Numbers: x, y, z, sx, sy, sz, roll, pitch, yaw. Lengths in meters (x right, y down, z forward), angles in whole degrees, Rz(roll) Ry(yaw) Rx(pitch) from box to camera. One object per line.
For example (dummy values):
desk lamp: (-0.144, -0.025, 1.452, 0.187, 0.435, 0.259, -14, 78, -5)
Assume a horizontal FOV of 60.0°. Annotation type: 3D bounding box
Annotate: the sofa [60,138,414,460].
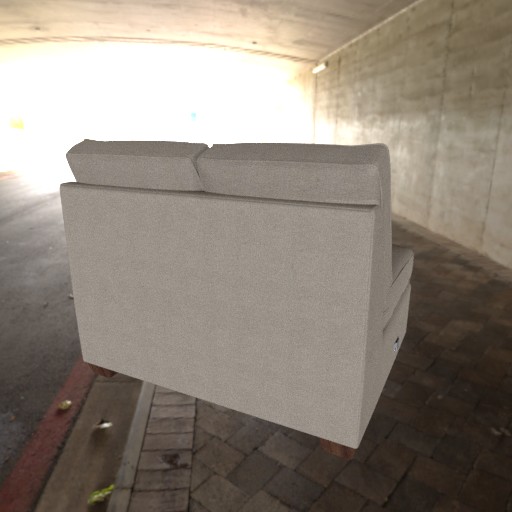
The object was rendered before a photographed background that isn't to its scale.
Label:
sofa: (0.000, 0.000, 1.953, 1.232, 1.006, 0.978, 8, 18, 26)
